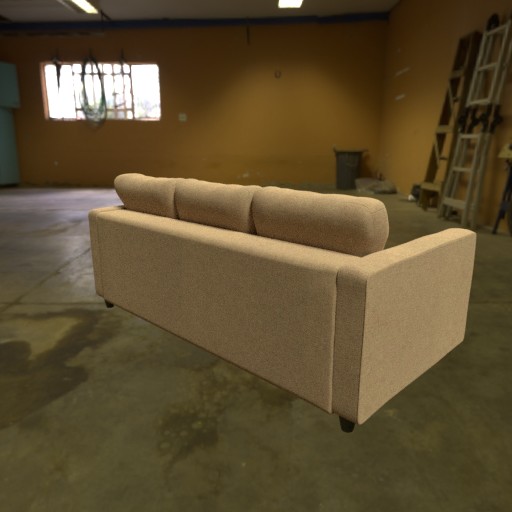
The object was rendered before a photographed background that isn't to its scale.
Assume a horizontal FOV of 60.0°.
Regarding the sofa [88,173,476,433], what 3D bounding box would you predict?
[{"bbox_3d":[0.000,0.000,2.313,1.855,0.800,0.930,14,20,43],"label":"sofa"}]
